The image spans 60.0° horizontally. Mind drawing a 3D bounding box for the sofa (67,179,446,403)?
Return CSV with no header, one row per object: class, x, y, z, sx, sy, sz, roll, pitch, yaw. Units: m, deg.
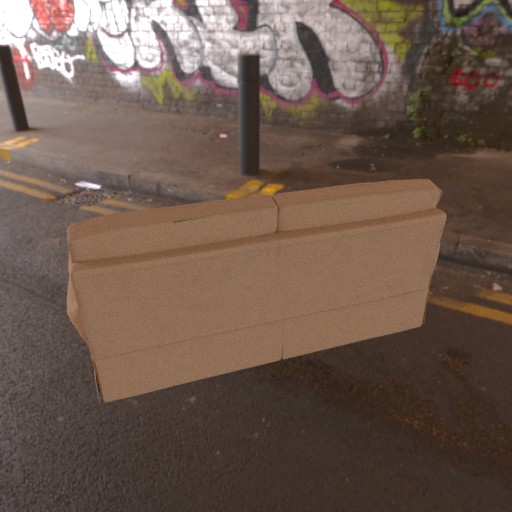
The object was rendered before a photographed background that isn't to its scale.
sofa,0.000,0.000,2.835,2.246,1.014,0.900,-9,29,-17
